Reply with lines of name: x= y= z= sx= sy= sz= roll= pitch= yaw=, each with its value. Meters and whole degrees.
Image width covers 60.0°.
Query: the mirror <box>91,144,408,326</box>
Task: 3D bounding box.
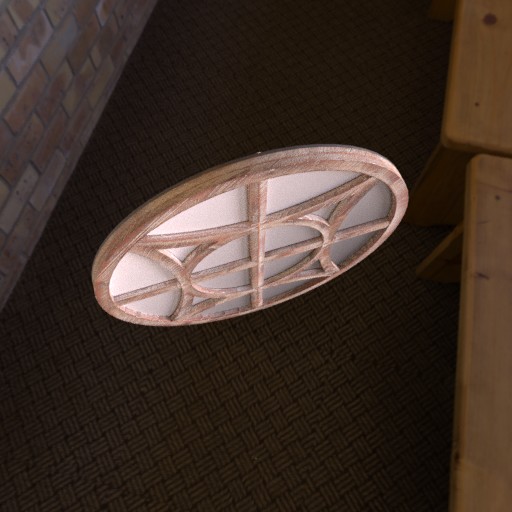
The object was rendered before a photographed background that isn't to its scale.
mirror: x=0.000 y=0.000 z=1.016 sx=0.710 sy=0.710 sz=0.038 roll=-16 pitch=67 yaw=-7
